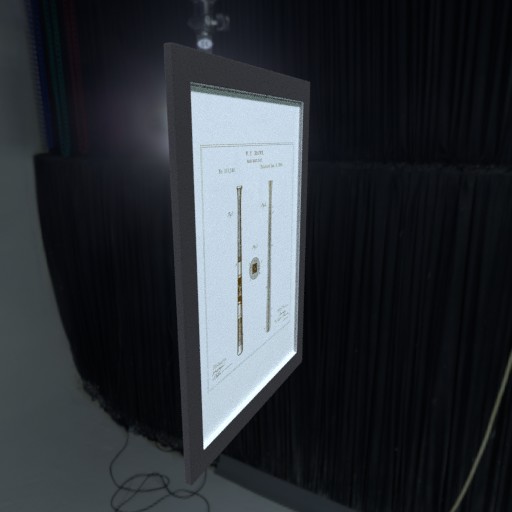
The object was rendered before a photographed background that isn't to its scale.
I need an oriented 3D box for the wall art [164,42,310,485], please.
[{"bbox_3d":[0.000,0.000,0.670,0.012,0.529,0.374,8,17,27],"label":"wall art"}]
